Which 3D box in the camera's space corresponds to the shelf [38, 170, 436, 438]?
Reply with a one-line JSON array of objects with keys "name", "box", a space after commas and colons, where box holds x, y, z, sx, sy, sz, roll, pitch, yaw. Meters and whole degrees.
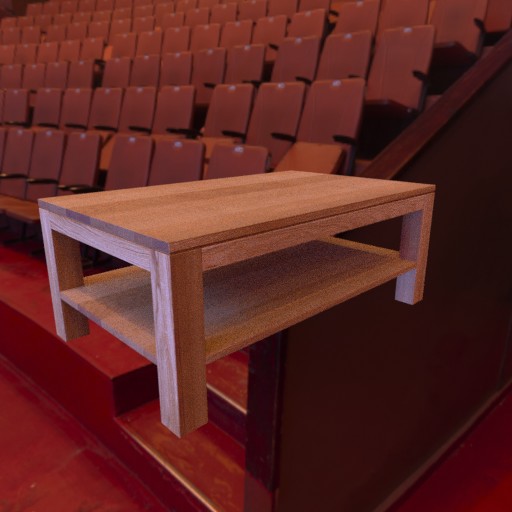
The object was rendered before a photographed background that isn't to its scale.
[{"name": "shelf", "box": [0.000, 0.000, 1.540, 1.150, 0.450, 0.700, -16, 23, -42]}]
